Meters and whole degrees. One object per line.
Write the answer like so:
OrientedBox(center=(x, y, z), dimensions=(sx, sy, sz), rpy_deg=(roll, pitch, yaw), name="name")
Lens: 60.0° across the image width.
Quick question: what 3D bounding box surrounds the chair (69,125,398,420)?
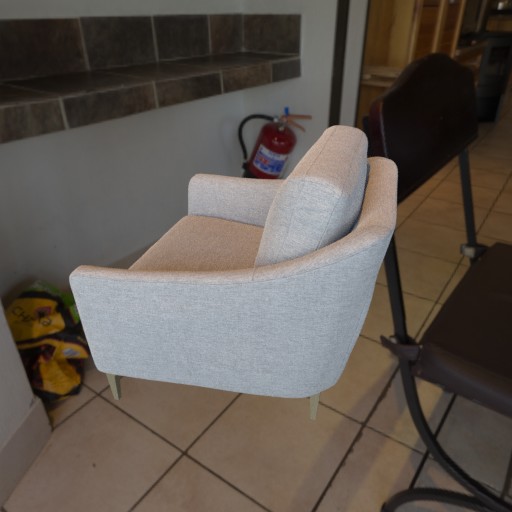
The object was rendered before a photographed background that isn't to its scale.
OrientedBox(center=(0.000, 0.000, 1.717), dimensions=(0.961, 0.902, 0.986), rpy_deg=(8, 30, 14), name="chair")
